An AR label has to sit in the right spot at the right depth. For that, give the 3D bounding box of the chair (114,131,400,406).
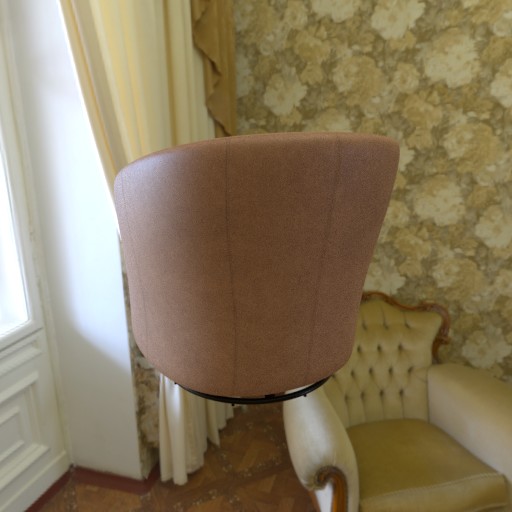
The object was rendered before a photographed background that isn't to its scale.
[{"bbox_3d":[0.000,0.000,1.439,0.791,0.771,0.815,-8,17,-27],"label":"chair"}]
